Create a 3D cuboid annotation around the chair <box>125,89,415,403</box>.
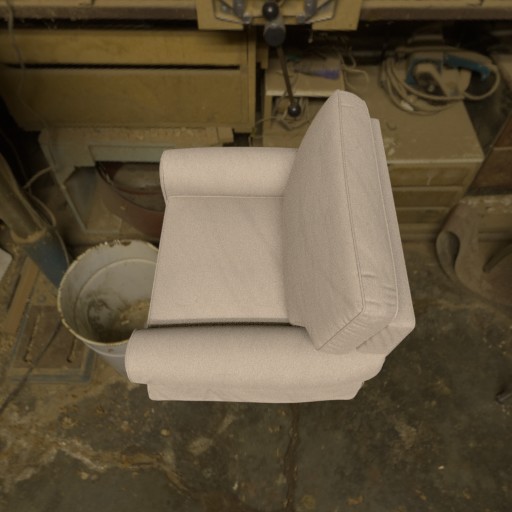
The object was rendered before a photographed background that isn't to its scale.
[{"bbox_3d":[0.000,0.000,1.886,0.988,1.017,1.135,1,58,1],"label":"chair"}]
